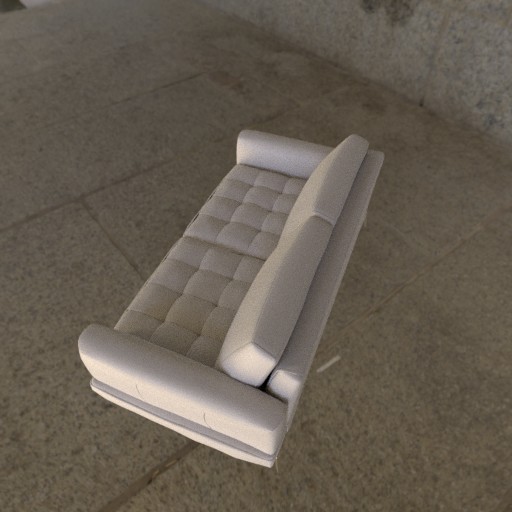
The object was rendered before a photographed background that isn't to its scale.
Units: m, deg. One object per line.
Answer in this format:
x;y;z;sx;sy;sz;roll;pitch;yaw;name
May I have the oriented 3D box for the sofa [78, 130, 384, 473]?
0.000;0.000;2.767;1.121;0.930;2.177;17;50;15;sofa
